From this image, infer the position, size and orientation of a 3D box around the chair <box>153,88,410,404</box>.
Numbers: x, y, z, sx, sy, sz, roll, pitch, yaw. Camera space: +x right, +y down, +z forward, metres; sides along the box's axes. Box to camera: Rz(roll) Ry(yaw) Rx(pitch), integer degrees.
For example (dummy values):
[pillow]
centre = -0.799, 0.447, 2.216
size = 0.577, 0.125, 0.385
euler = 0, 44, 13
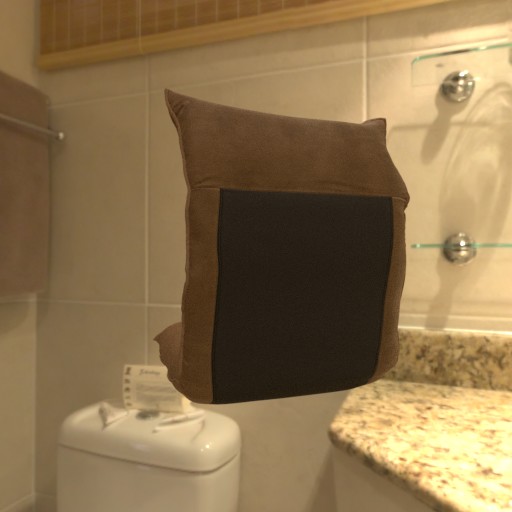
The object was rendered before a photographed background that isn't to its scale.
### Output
[chair]
centre = 0.000, 0.000, 1.604
size = 0.714, 0.892, 0.985
euler = 0, -1, -17
